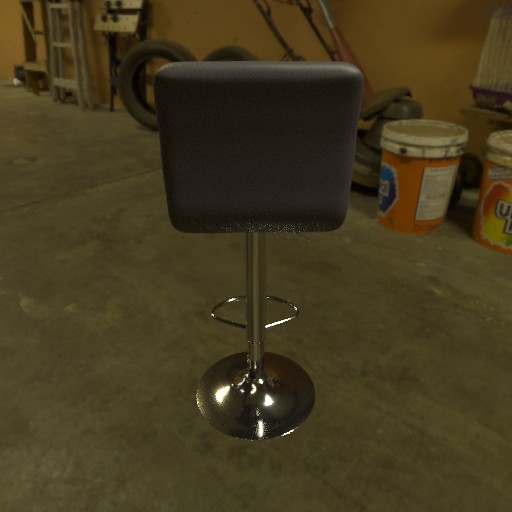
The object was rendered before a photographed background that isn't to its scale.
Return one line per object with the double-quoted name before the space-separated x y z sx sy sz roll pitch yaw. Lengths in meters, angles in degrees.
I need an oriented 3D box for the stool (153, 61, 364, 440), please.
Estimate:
"stool" 0.000 0.000 1.331 0.430 1.115 0.505 -1 29 -1
